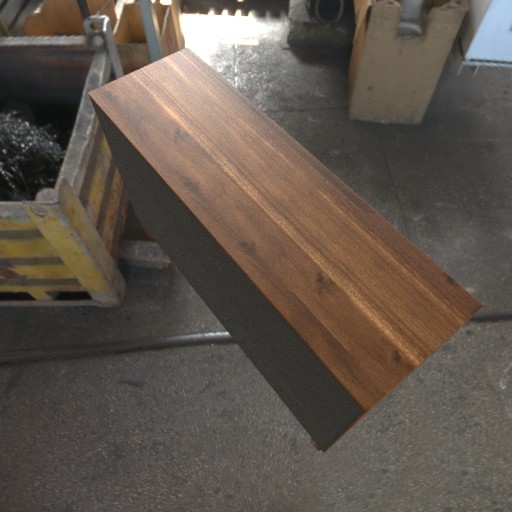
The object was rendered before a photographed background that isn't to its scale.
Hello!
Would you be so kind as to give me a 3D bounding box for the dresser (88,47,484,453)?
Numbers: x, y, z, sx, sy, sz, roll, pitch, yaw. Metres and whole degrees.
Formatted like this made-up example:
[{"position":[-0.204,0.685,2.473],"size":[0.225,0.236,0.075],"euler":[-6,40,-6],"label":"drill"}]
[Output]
[{"position":[0.000,0.000,1.751],"size":[0.438,0.892,1.387],"euler":[-34,65,-18],"label":"dresser"}]
